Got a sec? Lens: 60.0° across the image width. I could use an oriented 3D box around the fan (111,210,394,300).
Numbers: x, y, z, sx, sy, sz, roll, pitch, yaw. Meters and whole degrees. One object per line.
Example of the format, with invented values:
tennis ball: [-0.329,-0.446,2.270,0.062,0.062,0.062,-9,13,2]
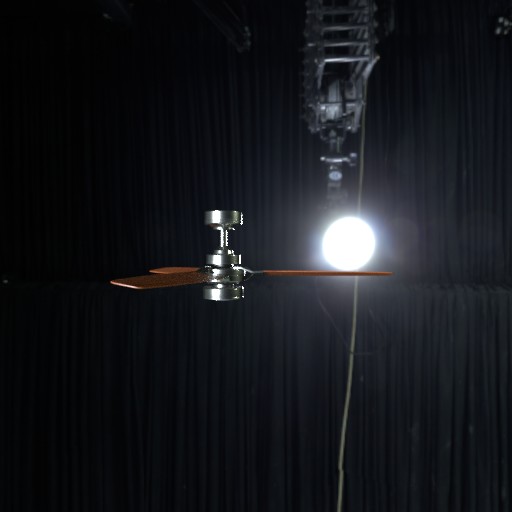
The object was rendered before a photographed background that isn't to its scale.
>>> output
fan: [0.000,0.000,2.040,1.271,0.410,1.416,0,0,0]
